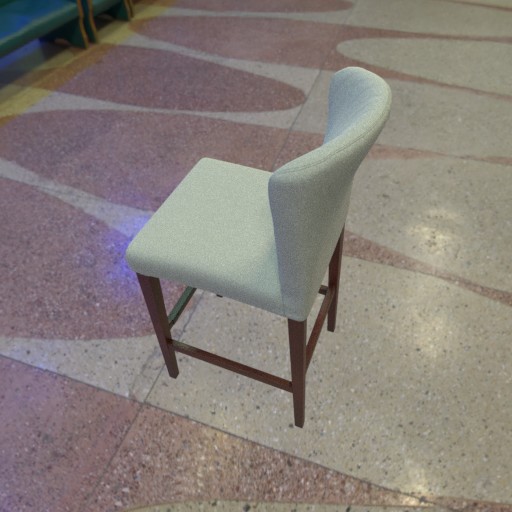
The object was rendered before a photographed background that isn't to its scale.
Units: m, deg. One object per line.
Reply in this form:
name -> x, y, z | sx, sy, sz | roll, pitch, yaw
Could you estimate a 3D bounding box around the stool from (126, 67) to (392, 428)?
stool -> 0.000, 0.000, 1.321 | 0.568, 1.069, 0.479 | 16, 48, 15
